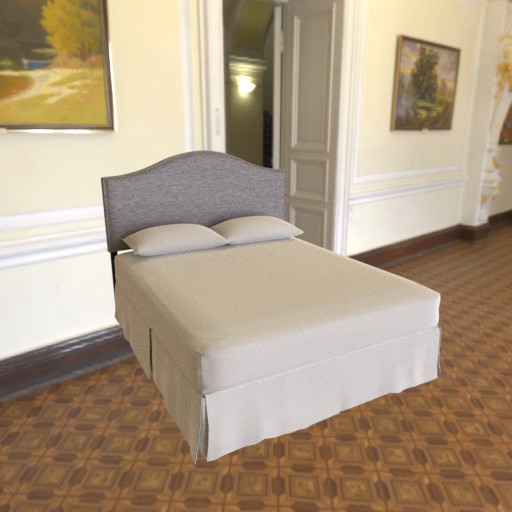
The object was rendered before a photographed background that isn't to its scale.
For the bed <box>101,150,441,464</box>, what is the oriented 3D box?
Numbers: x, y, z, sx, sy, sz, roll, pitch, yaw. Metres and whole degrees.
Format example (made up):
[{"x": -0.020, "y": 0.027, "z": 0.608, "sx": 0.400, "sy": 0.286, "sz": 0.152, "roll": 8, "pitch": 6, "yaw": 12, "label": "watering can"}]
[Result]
[{"x": 0.000, "y": 0.000, "z": 2.940, "sx": 1.610, "sy": 1.295, "sz": 1.870, "roll": -9, "pitch": 18, "yaw": -27, "label": "bed"}]
